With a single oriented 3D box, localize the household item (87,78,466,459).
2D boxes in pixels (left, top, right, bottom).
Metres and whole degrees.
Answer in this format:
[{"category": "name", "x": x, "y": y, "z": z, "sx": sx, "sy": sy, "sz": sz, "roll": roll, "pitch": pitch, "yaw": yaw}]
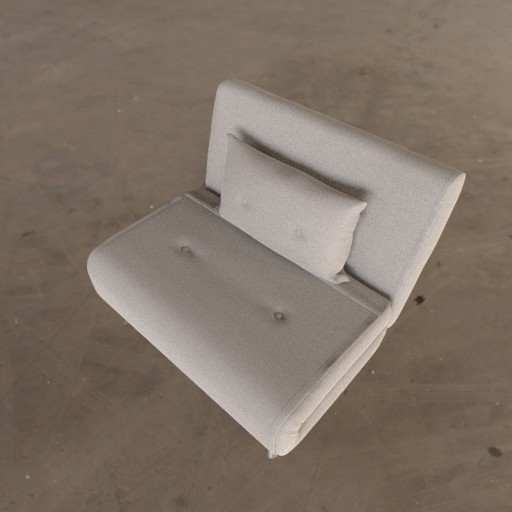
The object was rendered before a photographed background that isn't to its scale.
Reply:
[{"category": "household item", "x": 0.000, "y": 0.000, "z": 1.627, "sx": 1.000, "sy": 0.800, "sz": 0.874, "roll": 33, "pitch": 54, "yaw": 28}]
